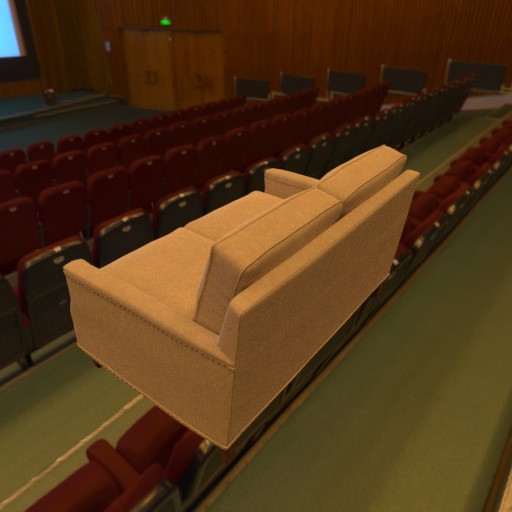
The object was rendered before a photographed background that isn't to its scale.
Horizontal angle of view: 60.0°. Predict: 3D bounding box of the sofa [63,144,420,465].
[{"bbox_3d":[0.000,0.000,2.305,1.084,1.002,1.597,22,38,31],"label":"sofa"}]
